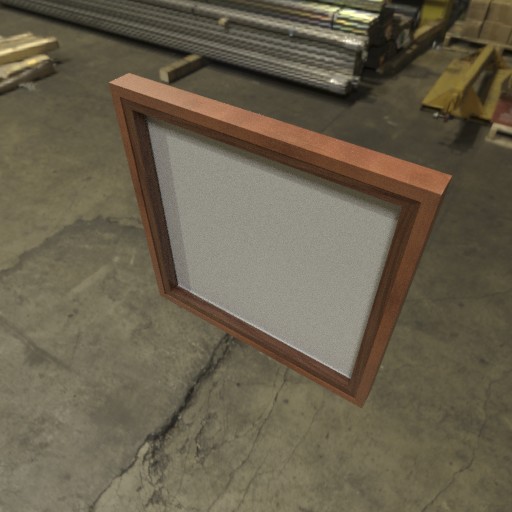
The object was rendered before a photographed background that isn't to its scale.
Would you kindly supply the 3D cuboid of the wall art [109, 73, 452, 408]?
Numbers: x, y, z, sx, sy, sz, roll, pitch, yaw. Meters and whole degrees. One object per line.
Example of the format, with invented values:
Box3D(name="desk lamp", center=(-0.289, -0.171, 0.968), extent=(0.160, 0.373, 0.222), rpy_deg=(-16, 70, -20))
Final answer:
Box3D(name="wall art", center=(0.000, 0.000, 0.612), extent=(0.403, 0.403, 0.035), rpy_deg=(25, 50, 23))
